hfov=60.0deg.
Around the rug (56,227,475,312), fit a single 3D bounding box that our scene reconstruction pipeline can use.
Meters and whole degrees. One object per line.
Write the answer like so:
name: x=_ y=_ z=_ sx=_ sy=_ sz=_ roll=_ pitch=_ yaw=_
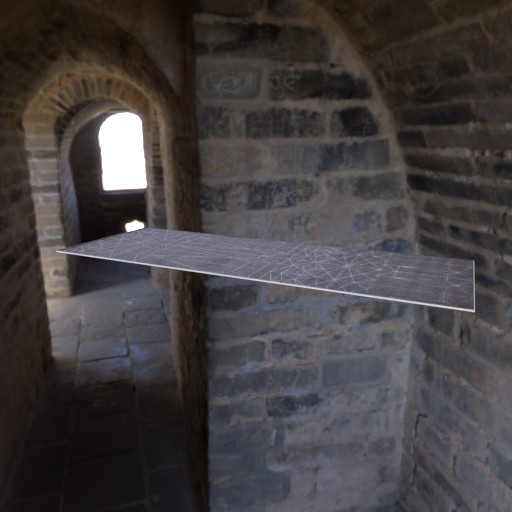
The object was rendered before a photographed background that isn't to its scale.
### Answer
rug: x=0.000 y=0.000 z=2.685 sx=2.388 sy=0.012 sz=0.864 roll=7 pitch=16 yaw=24
